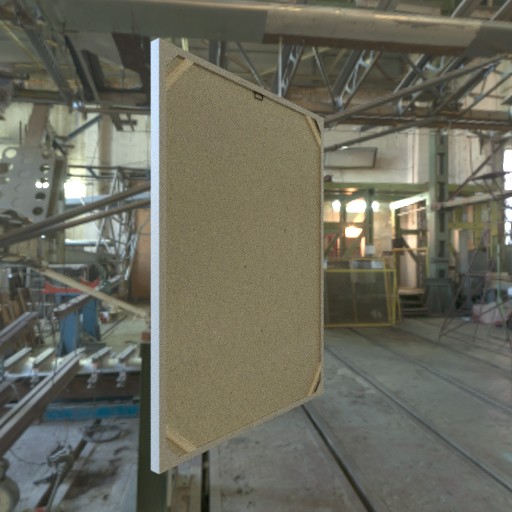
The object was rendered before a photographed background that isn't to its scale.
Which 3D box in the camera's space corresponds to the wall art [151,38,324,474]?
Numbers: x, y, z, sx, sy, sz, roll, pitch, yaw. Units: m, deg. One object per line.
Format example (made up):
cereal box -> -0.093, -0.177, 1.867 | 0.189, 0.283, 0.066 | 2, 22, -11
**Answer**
wall art -> 0.000, 0.000, 1.600 | 0.038, 1.212, 0.914 | 0, 0, 38
